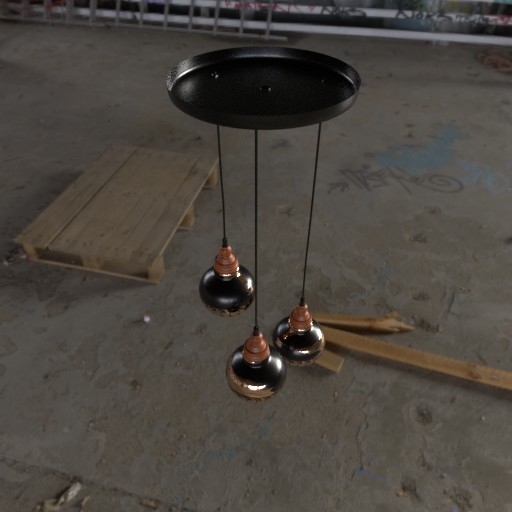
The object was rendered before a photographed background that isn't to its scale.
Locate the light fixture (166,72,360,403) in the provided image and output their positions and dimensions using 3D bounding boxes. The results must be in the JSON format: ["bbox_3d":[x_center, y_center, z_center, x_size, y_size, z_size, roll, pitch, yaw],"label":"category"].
[{"bbox_3d":[0.000,0.000,1.756,0.605,1.410,0.608,24,47,25],"label":"light fixture"}]
